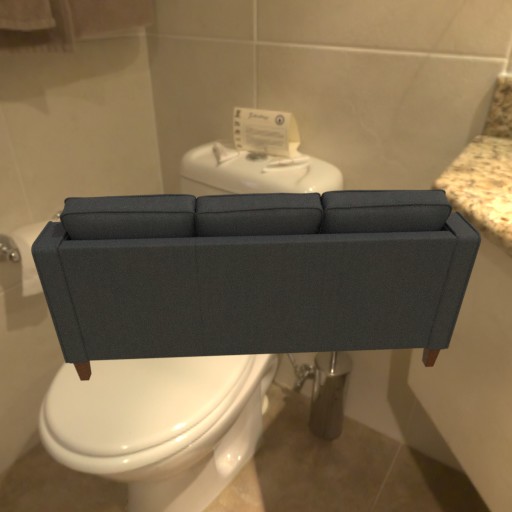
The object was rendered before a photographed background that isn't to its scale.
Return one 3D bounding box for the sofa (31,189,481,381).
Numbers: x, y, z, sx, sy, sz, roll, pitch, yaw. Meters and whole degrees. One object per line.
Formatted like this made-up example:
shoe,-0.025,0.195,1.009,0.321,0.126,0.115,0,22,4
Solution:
sofa,0.000,0.000,2.497,1.986,0.974,0.911,-2,31,-3
